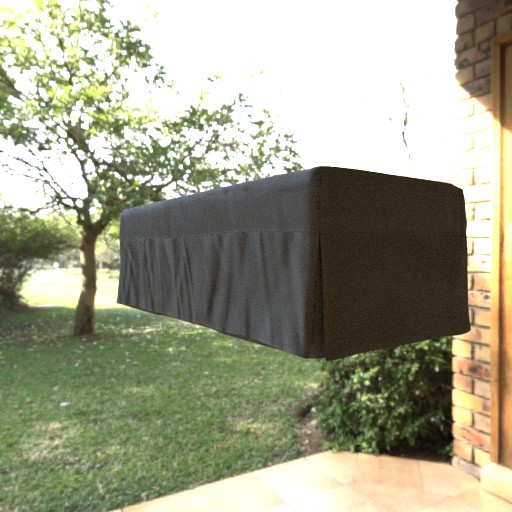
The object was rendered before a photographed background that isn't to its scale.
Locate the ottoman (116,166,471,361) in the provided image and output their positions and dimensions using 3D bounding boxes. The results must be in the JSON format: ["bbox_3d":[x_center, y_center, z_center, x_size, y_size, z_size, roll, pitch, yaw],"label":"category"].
[{"bbox_3d":[0.000,0.000,1.707,0.665,0.457,1.388,0,1,-36],"label":"ottoman"}]
